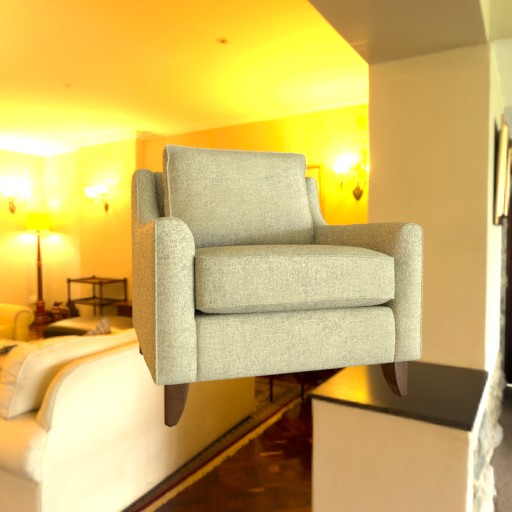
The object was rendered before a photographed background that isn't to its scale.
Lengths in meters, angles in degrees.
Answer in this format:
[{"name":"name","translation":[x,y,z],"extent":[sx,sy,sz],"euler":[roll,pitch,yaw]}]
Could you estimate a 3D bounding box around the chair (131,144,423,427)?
[{"name":"chair","translation":[0.000,0.000,1.614],"extent":[0.838,0.864,0.918],"euler":[-1,2,-18]}]
